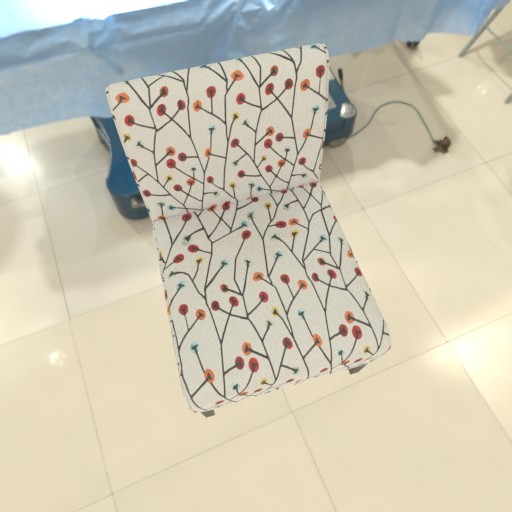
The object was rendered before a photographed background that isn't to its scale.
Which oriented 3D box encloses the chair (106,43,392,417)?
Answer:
[{"bbox_3d":[0.000,0.000,1.318,0.597,0.813,0.732,-14,64,-7],"label":"chair"}]
